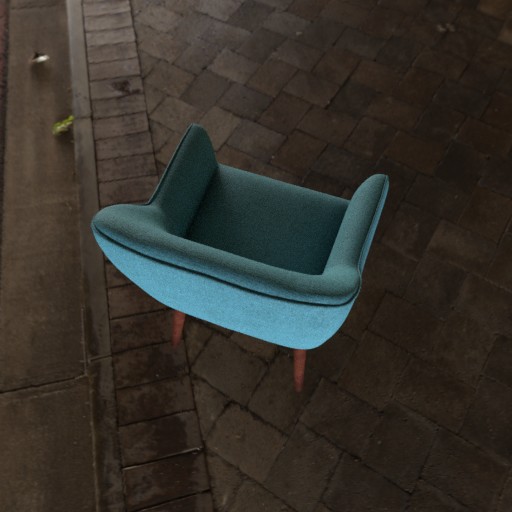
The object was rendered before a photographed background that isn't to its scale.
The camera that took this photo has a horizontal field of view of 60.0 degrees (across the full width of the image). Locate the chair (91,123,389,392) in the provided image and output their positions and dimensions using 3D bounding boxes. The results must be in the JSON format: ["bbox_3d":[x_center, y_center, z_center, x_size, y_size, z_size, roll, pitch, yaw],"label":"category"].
[{"bbox_3d":[0.000,0.000,1.172,0.543,0.803,0.519,17,64,9],"label":"chair"}]
